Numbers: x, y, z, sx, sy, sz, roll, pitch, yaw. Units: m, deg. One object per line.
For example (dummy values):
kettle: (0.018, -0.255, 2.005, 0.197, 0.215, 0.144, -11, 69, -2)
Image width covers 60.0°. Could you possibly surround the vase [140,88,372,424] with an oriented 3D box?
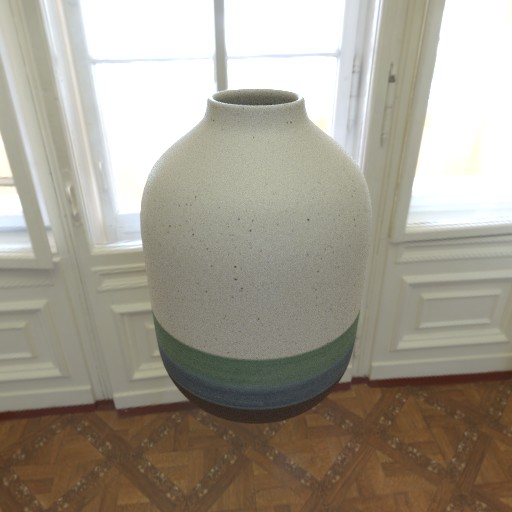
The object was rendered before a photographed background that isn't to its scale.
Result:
vase: (0.000, 0.000, 0.349, 0.169, 0.240, 0.169, 0, 30, 0)
